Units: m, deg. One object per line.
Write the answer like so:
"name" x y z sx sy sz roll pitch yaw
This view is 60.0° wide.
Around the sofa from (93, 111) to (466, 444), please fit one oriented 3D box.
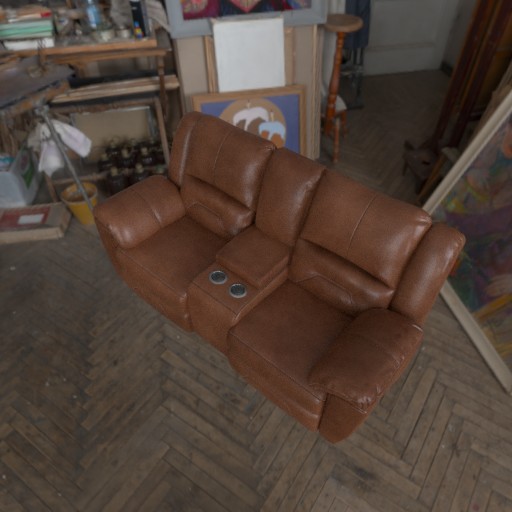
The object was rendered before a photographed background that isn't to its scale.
"sofa" 0.000 0.000 2.678 2.058 1.043 0.991 32 54 27
